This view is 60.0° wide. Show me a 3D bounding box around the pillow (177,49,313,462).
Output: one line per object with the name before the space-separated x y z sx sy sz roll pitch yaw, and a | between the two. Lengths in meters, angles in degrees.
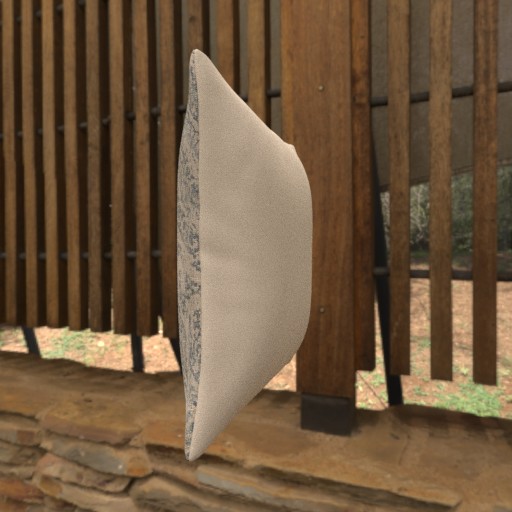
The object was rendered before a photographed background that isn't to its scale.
pillow | 0.000 0.000 0.792 0.166 0.510 0.523 0 0 18
